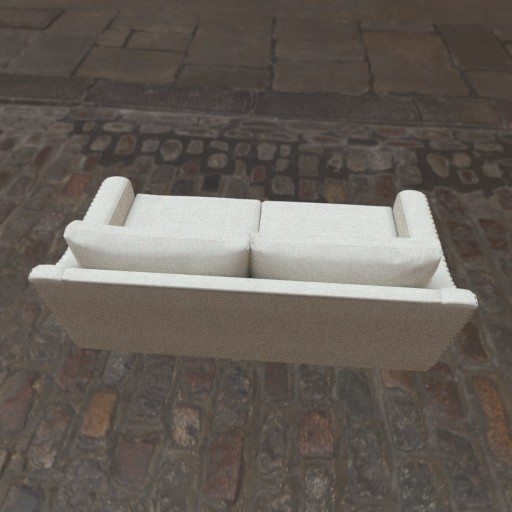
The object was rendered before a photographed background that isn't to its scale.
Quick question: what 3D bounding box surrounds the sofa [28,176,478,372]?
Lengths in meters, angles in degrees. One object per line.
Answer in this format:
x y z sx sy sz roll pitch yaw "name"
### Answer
0.000 0.000 2.668 2.107 0.983 1.104 3 46 3 "sofa"
